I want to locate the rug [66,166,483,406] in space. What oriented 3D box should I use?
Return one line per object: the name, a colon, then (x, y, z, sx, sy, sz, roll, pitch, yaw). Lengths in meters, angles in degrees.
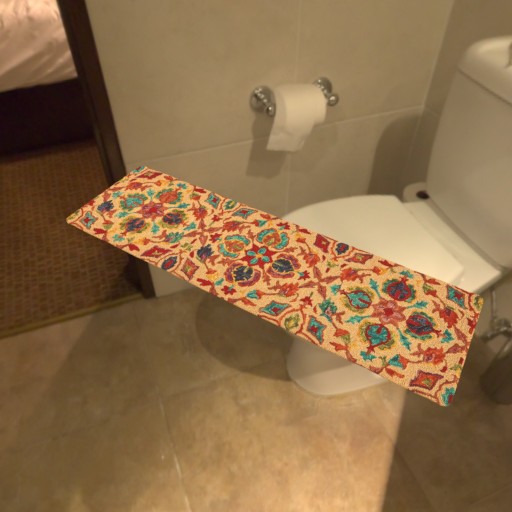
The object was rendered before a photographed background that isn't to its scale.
rug: (0.000, 0.000, 2.439, 2.273, 0.016, 0.693, 23, 50, 22)
